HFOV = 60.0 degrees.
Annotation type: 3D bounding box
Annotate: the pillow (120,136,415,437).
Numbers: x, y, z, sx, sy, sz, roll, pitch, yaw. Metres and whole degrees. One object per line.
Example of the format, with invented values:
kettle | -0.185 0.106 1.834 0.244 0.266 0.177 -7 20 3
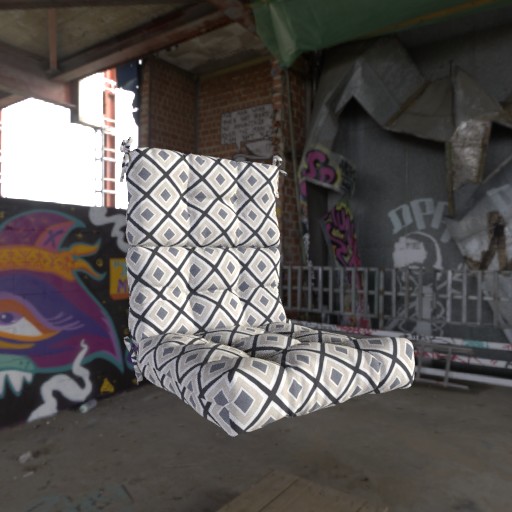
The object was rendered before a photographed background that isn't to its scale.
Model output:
pillow | 0.000 0.000 1.051 0.519 0.605 0.571 0 0 -34
